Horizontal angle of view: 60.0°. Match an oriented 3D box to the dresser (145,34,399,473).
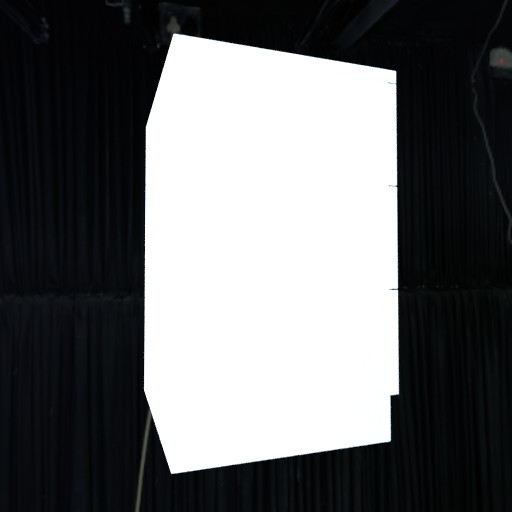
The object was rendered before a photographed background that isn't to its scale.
[{"bbox_3d":[0.000,0.000,0.810,0.360,0.560,0.400,1,-2,-19],"label":"dresser"}]
